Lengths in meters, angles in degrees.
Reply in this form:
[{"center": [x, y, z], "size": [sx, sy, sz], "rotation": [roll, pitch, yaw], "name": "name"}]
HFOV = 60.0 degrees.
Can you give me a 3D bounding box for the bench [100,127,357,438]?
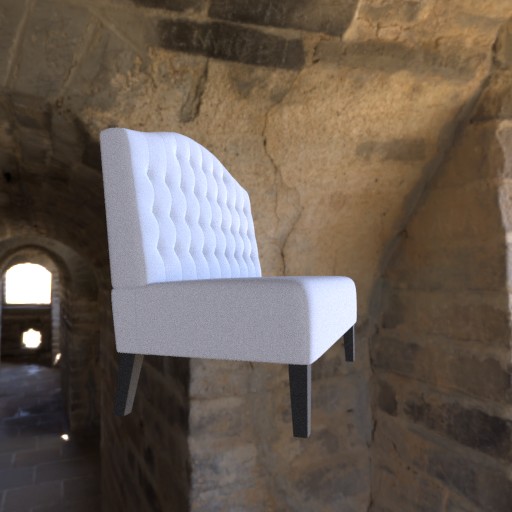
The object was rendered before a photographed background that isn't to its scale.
[{"center": [0.000, 0.000, 2.119], "size": [0.815, 1.180, 1.335], "rotation": [-1, -2, 19], "name": "bench"}]
